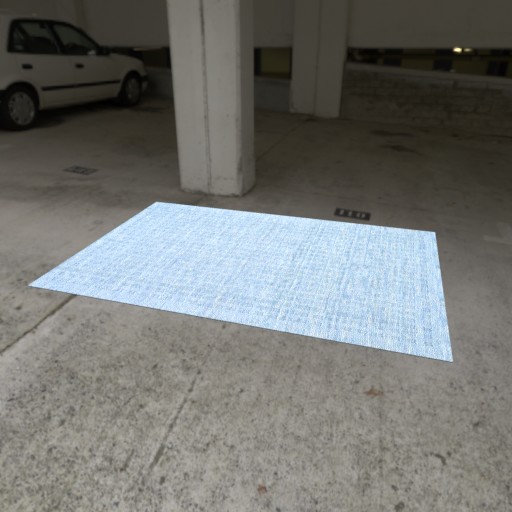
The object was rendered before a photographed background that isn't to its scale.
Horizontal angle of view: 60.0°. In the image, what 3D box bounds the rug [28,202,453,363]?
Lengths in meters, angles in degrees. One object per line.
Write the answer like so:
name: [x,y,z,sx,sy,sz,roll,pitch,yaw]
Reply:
rug: [0.000,0.000,2.909,2.286,0.006,1.522,8,27,15]
